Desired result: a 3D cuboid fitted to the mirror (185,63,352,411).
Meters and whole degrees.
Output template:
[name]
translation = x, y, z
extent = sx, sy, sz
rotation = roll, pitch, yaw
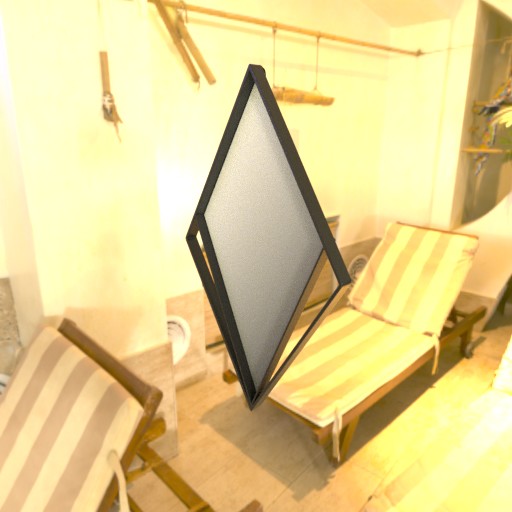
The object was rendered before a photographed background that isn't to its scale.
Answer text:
[mirror]
translation = 0.000, 0.000, 0.850
extent = 0.032, 0.679, 0.419
rotation = -16, 23, -42
